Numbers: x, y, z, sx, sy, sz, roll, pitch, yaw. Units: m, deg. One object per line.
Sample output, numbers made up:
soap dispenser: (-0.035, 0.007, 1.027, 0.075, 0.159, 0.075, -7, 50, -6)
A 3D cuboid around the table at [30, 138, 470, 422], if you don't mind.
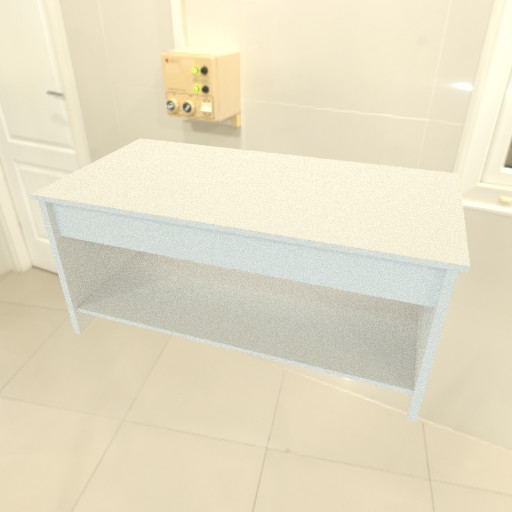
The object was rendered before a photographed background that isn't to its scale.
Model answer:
table: (0.000, 0.000, 1.263, 1.000, 0.441, 0.500, 10, 33, 16)
